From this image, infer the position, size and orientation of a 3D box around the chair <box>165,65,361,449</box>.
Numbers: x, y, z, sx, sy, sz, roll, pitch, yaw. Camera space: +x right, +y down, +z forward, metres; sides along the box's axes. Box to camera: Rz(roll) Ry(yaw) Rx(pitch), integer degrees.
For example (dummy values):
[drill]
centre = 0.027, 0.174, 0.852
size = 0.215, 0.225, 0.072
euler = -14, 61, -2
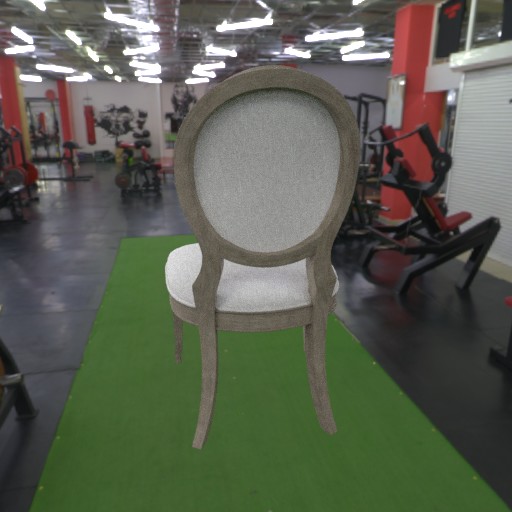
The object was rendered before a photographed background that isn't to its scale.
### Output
[chair]
centre = 0.000, 0.000, 1.320
size = 0.558, 0.990, 0.602
euler = -3, 17, -9
